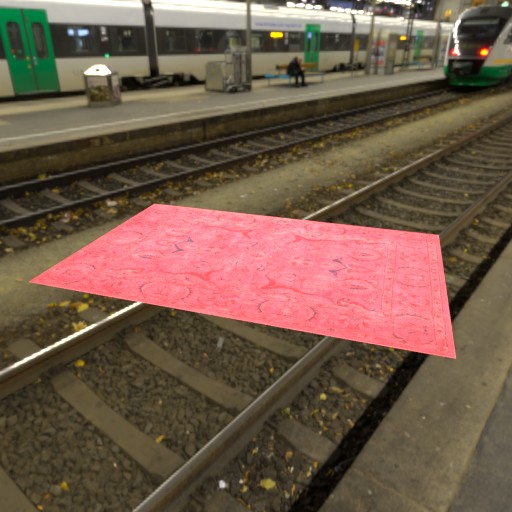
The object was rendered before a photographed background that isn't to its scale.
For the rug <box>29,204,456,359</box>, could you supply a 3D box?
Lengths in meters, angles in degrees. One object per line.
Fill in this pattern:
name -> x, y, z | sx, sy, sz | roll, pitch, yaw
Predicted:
rug -> 0.000, 0.000, 3.037 | 2.423, 0.010, 1.534 | 8, 27, 16
